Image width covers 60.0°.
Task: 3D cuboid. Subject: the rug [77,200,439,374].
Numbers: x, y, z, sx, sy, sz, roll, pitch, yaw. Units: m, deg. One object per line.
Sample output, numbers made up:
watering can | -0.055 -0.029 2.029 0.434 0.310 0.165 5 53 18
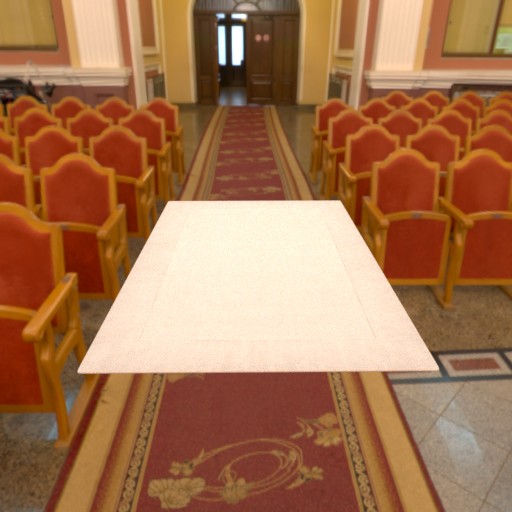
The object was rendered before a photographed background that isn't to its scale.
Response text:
rug | 0.000 0.000 2.313 1.219 0.013 1.829 0 25 -1
